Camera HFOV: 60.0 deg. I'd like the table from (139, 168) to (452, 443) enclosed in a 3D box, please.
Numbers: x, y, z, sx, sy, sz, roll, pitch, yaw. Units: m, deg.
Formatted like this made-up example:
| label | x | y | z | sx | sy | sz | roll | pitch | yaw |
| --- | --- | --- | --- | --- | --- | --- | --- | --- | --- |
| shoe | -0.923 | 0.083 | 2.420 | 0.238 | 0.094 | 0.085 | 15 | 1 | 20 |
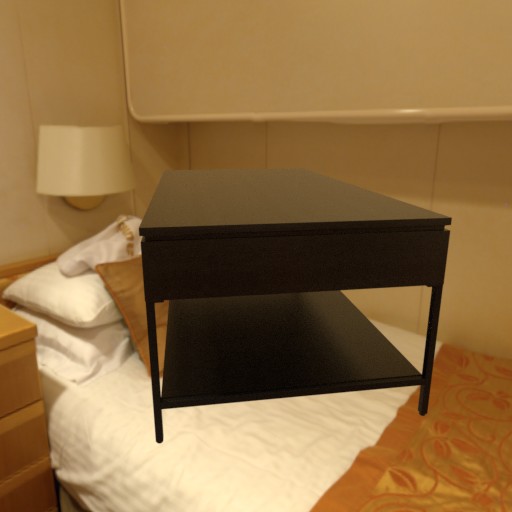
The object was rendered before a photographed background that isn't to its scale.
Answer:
| label | x | y | z | sx | sy | sz | roll | pitch | yaw |
| --- | --- | --- | --- | --- | --- | --- | --- | --- | --- |
| table | 0.000 | 0.000 | 1.370 | 0.574 | 0.435 | 1.095 | -2 | 16 | -9 |
